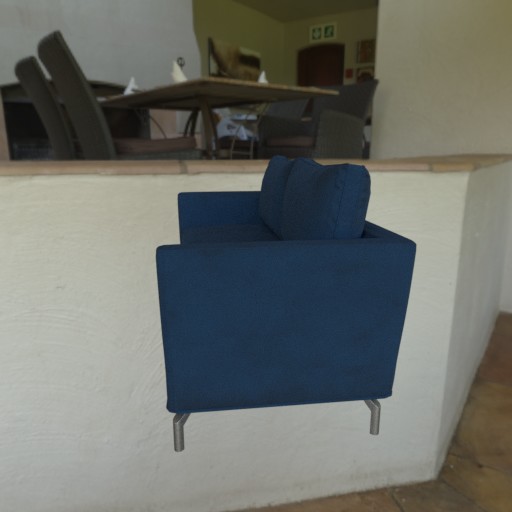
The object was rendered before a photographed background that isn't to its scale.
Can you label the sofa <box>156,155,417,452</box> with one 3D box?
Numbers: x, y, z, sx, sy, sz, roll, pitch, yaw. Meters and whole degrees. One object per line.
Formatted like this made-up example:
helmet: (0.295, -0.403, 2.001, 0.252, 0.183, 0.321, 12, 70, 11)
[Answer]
sofa: (0.000, 0.000, 2.303, 0.853, 1.002, 1.770, -2, 14, -7)
